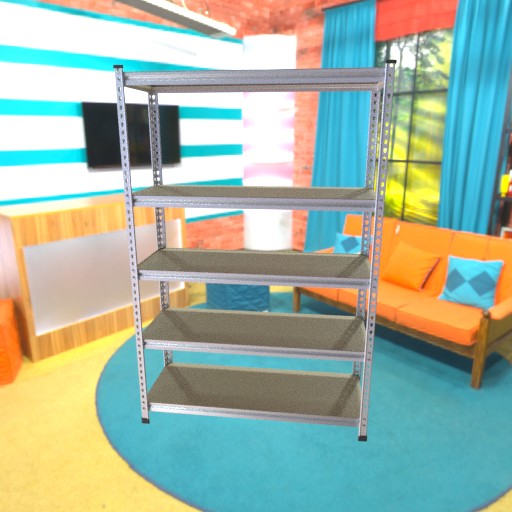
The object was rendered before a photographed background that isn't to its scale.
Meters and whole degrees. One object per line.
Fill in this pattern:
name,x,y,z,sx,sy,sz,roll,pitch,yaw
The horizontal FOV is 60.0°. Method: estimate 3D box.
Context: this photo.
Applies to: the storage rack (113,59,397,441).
storage rack,0.000,0.000,2.340,1.219,1.829,0.457,2,16,7
